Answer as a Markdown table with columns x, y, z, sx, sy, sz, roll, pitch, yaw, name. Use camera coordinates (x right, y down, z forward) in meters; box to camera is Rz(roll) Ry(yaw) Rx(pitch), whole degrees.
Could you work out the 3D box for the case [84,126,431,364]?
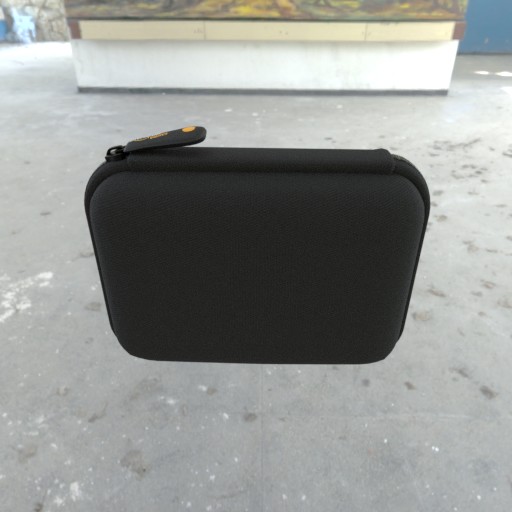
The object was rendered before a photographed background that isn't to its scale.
| x | y | z | sx | sy | sz | roll | pitch | yaw | name |
| --- | --- | --- | --- | --- | --- | --- | --- | --- | --- |
| 0.000 | 0.000 | 0.183 | 0.132 | 0.105 | 0.038 | 1 | 31 | 1 | case |
